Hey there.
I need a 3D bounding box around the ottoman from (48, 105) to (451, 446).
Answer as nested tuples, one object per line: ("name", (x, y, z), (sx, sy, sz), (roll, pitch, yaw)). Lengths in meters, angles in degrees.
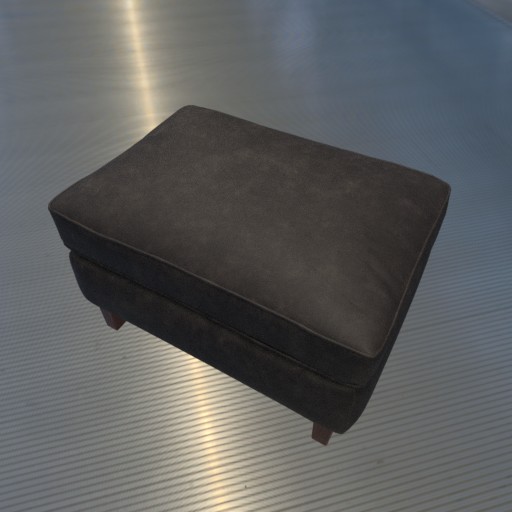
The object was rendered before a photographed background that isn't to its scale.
("ottoman", (0.000, 0.000, 0.971), (0.665, 0.413, 0.501), (23, 51, 20))
